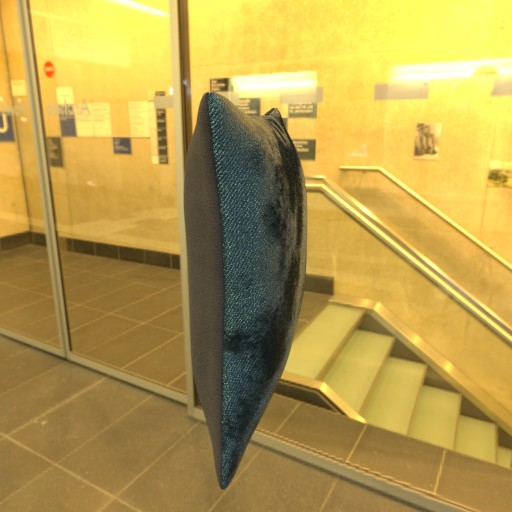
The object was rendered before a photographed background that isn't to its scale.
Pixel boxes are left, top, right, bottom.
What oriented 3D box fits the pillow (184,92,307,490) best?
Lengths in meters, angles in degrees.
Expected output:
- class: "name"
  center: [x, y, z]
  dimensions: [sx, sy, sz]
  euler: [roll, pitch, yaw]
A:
- class: "pillow"
  center: [0.000, 0.000, 0.646]
  dimensions: [0.138, 0.430, 0.436]
  euler: [3, 16, 10]
